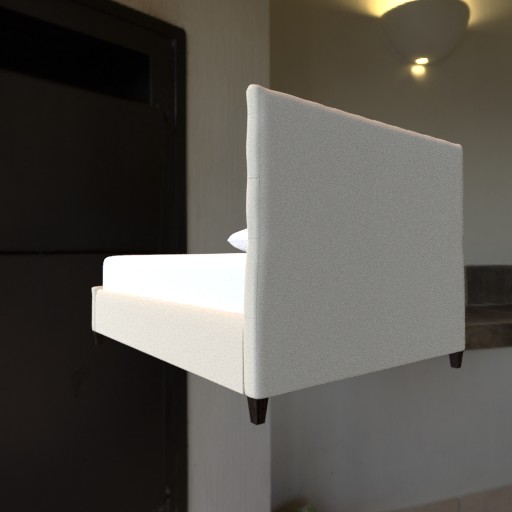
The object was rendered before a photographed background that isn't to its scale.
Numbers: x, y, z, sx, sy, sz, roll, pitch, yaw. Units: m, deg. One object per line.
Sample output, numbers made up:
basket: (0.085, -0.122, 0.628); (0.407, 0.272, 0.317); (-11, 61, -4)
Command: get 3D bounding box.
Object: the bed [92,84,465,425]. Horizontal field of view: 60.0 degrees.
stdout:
bed: (0.000, 0.000, 3.209); (1.696, 1.426, 2.233); (0, 0, -37)
